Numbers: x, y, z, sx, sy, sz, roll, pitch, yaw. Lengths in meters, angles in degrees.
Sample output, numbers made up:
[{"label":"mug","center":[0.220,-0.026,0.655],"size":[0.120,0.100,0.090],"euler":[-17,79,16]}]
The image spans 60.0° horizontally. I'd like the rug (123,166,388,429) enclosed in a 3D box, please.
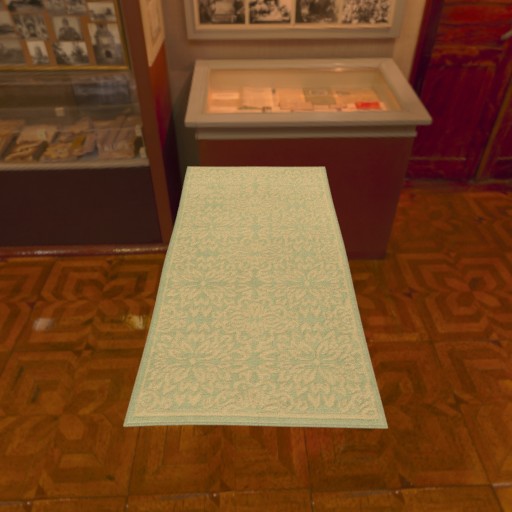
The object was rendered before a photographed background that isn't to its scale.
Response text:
[{"label":"rug","center":[0.000,0.000,1.475],"size":[0.604,0.007,1.219],"euler":[0,40,0]}]
